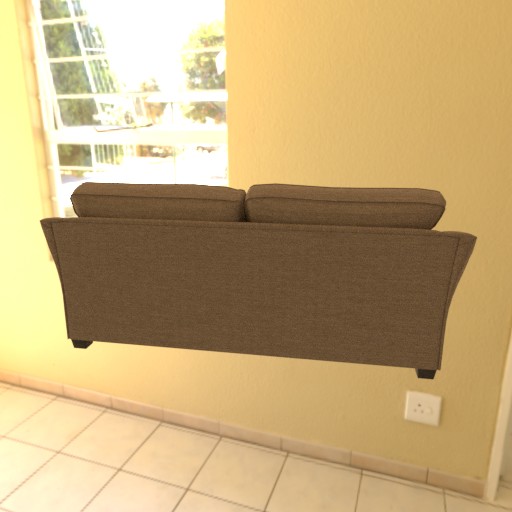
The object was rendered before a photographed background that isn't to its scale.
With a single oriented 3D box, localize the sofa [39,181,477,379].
[{"bbox_3d":[0.000,0.000,2.750,2.270,0.965,0.980,3,16,9],"label":"sofa"}]
